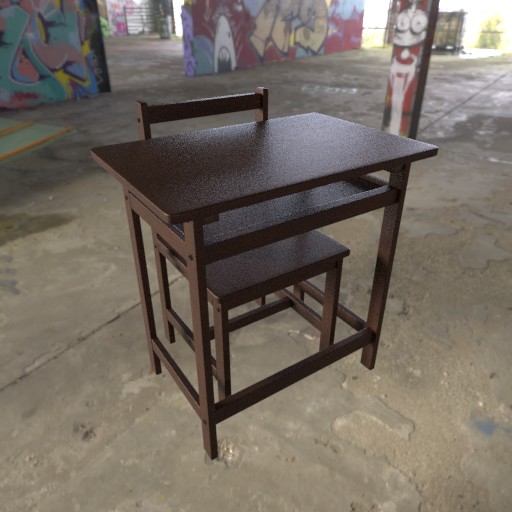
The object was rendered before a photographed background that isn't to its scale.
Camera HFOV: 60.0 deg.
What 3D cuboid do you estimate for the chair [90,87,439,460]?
[{"bbox_3d":[0.000,0.000,1.057,0.599,0.673,0.463,-18,35,-29],"label":"chair"}]
